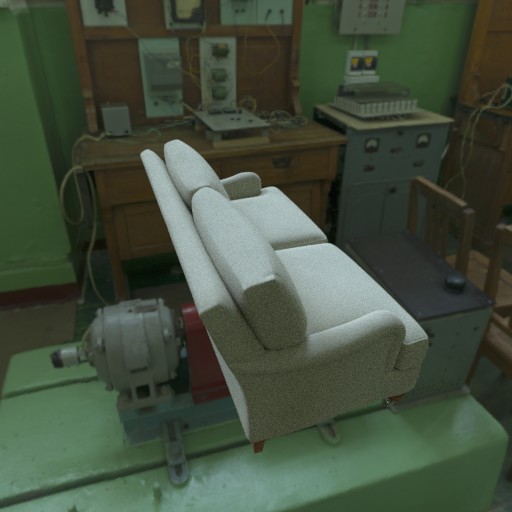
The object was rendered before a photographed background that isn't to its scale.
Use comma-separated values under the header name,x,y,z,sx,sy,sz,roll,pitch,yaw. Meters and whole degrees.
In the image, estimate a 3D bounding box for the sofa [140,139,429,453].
name,x,y,z,sx,sy,sz,roll,pitch,yaw
sofa,0.000,0.000,2.729,1.091,0.997,2.070,-10,32,-16
